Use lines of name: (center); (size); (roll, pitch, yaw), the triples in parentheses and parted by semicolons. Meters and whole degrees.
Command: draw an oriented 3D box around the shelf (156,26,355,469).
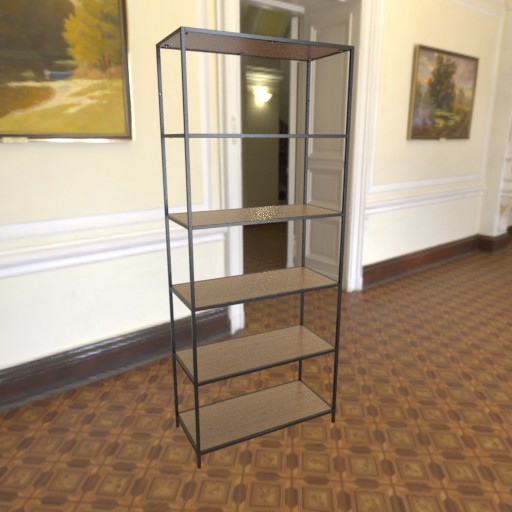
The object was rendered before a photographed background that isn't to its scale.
shelf: (0.000, 0.000, 2.117); (0.770, 1.850, 0.350); (-7, 16, -26)
